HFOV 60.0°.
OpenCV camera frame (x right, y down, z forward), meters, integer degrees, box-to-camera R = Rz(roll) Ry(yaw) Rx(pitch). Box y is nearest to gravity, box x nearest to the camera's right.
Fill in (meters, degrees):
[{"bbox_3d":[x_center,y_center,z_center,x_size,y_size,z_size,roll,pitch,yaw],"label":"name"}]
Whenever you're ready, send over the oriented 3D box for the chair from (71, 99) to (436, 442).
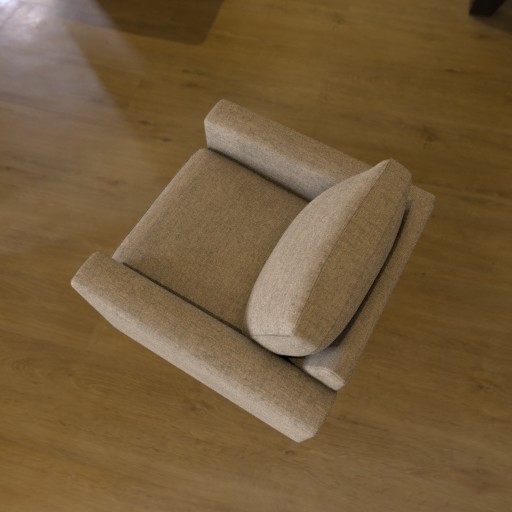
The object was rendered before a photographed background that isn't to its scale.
[{"bbox_3d":[0.000,0.000,1.828,1.038,1.010,1.024,28,68,12],"label":"chair"}]
